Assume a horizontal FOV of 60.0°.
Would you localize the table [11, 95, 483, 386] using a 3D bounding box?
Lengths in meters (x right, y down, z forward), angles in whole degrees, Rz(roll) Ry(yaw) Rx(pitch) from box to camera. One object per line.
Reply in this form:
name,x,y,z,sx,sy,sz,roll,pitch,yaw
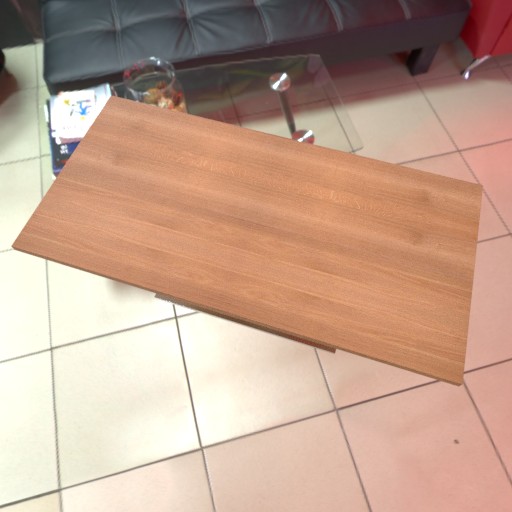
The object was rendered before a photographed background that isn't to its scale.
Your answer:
table,0.000,0.000,2.202,1.800,0.750,0.900,16,63,8
